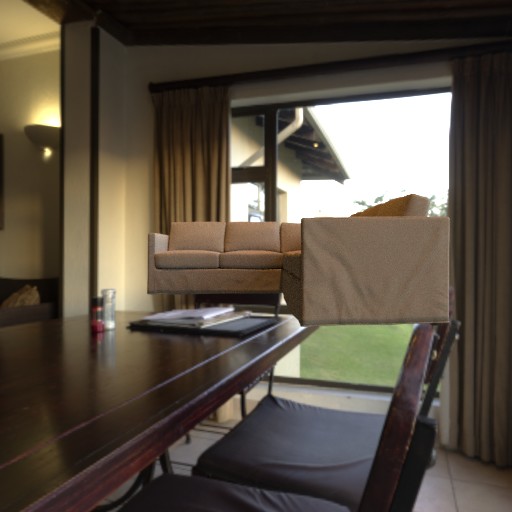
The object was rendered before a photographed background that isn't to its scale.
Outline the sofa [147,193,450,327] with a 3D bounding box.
[{"bbox_3d":[0.000,0.000,4.330,2.432,0.871,3.182,0,0,0],"label":"sofa"}]
